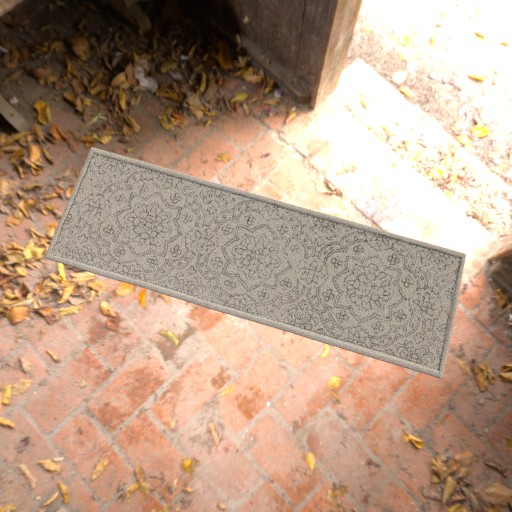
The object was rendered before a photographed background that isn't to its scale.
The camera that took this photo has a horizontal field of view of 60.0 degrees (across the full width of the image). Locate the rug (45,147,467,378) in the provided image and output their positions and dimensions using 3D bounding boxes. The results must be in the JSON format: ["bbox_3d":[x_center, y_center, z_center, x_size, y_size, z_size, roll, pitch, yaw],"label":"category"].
[{"bbox_3d":[0.000,0.000,2.683,2.448,0.012,0.769,16,77,4],"label":"rug"}]
